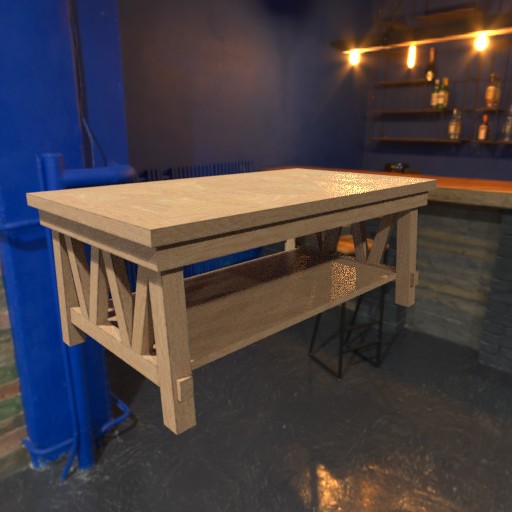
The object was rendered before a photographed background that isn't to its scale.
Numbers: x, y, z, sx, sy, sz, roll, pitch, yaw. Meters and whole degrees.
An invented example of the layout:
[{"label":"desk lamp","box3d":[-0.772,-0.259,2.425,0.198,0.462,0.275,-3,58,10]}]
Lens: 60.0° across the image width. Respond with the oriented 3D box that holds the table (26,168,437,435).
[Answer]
[{"label":"table","box3d":[0.000,0.000,1.606,1.270,0.507,0.711,-15,22,-42]}]
